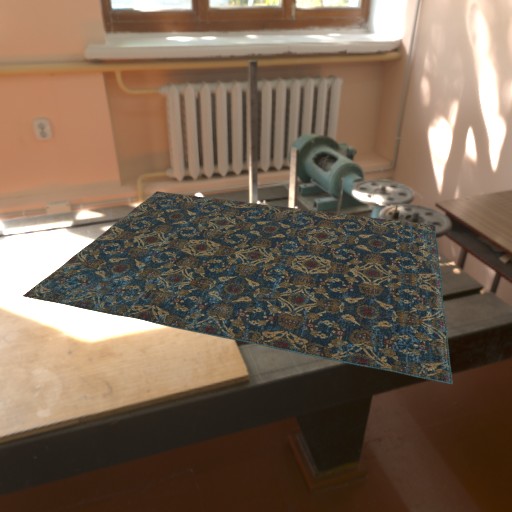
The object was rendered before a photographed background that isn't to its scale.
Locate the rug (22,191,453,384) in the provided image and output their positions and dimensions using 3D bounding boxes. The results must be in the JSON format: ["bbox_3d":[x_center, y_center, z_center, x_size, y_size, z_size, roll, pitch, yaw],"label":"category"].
[{"bbox_3d":[0.000,0.000,4.162,3.291,0.013,2.337,9,32,14],"label":"rug"}]
